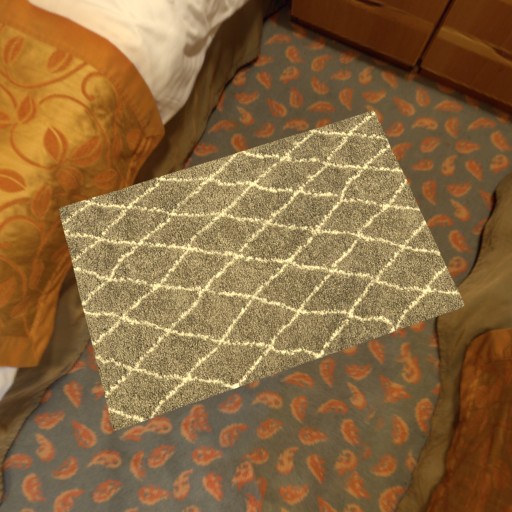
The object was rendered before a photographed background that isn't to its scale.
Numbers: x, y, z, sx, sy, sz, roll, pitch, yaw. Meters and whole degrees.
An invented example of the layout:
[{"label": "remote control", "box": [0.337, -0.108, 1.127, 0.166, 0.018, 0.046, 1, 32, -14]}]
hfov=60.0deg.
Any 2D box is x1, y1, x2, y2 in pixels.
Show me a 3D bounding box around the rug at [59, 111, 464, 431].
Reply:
[{"label": "rug", "box": [0.000, 0.000, 3.462, 2.743, 0.030, 1.778, -18, 76, -5]}]
